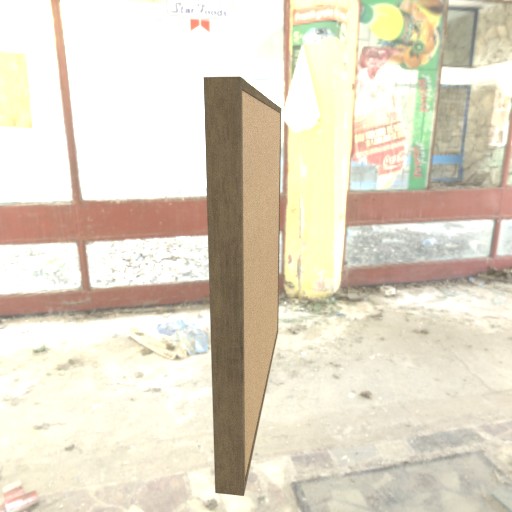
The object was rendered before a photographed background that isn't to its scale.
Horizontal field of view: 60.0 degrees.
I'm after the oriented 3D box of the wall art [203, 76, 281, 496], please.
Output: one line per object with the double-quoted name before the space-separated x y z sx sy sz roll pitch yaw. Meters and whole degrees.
"wall art" 0.000 0.000 0.754 0.038 0.508 0.508 2 15 8
